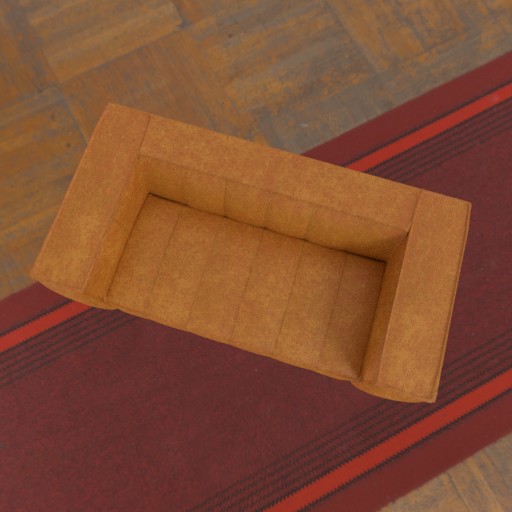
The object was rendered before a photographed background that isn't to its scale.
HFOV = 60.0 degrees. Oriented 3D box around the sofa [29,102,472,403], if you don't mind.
[{"bbox_3d":[0.000,0.000,2.571,2.088,0.703,1.102,17,76,4],"label":"sofa"}]
